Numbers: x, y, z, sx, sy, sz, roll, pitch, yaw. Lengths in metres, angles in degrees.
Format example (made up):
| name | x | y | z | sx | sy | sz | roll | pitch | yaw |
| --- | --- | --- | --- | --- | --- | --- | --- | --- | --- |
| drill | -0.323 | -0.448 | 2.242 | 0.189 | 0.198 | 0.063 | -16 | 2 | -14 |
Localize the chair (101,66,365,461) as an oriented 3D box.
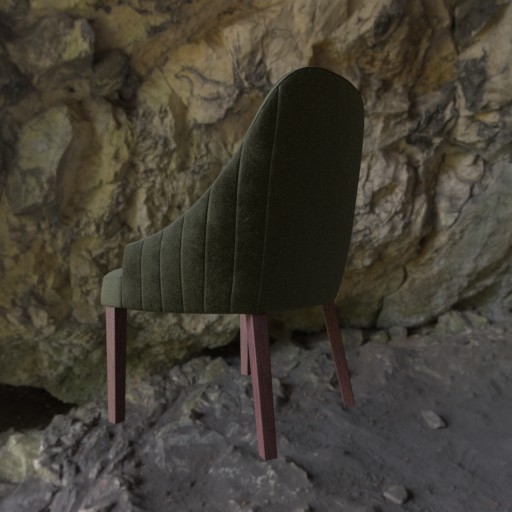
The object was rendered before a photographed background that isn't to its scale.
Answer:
| name | x | y | z | sx | sy | sz | roll | pitch | yaw |
| --- | --- | --- | --- | --- | --- | --- | --- | --- | --- |
| chair | 0.000 | 0.000 | 1.266 | 0.575 | 0.889 | 0.643 | 0 | 1 | 37 |
